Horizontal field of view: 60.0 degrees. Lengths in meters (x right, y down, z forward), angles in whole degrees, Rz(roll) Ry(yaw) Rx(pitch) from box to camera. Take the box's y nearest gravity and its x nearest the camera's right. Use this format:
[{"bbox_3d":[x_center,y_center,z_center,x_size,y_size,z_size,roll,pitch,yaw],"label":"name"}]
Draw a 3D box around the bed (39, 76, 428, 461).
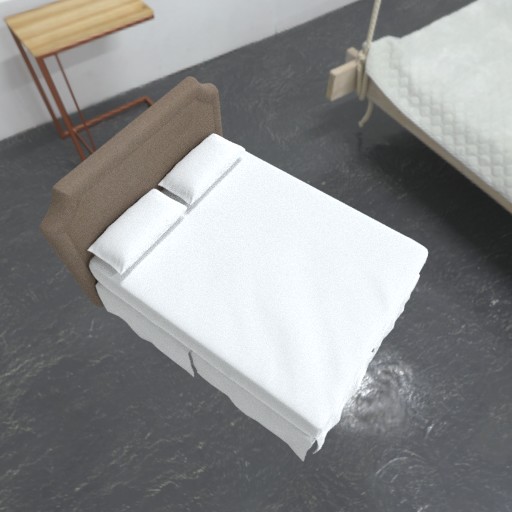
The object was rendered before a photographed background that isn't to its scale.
[{"bbox_3d":[0.000,0.000,3.131,2.116,1.290,1.693,32,64,17],"label":"bed"}]
